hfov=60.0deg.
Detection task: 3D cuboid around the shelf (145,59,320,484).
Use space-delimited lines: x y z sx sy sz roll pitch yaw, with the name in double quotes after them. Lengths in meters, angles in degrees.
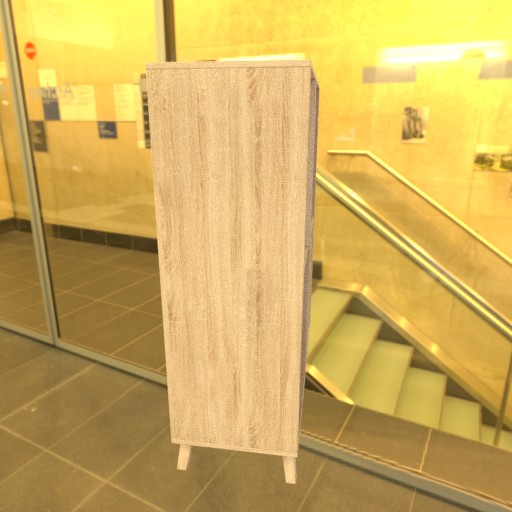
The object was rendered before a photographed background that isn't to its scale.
0.000 0.000 1.849 0.450 1.390 1.000 3 18 9 "shelf"
